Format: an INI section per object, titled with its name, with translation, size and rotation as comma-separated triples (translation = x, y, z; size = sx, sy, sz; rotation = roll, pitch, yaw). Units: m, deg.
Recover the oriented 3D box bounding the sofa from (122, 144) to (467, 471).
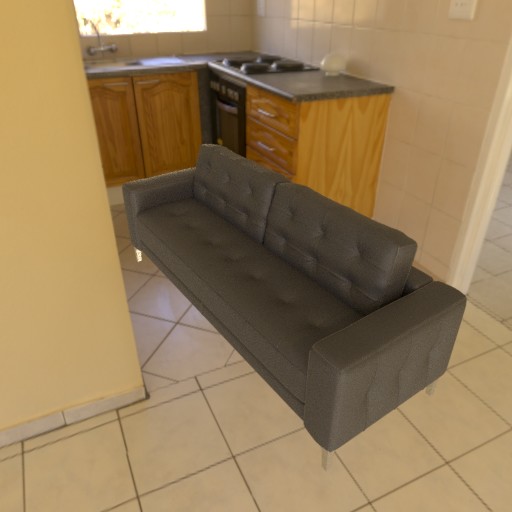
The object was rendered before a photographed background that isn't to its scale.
[sofa]
translation = 0.000, 0.000, 2.703
size = 0.833, 0.893, 2.275
rotation = -20, 36, -29
